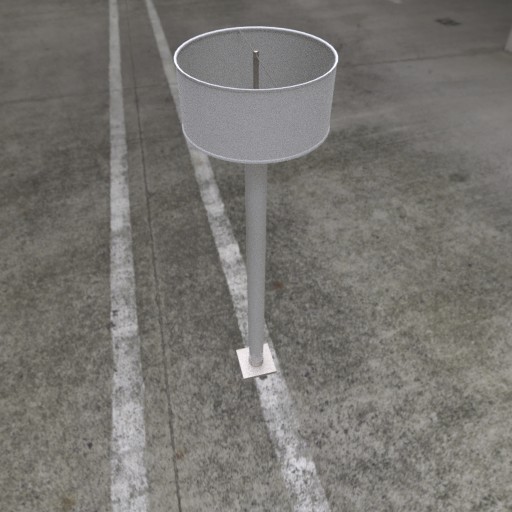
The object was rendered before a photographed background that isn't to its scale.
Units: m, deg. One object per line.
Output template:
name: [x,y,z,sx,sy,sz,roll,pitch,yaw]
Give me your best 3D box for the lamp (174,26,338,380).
lamp: [0.000,0.000,1.649,0.420,1.475,0.420,-10,46,-10]
